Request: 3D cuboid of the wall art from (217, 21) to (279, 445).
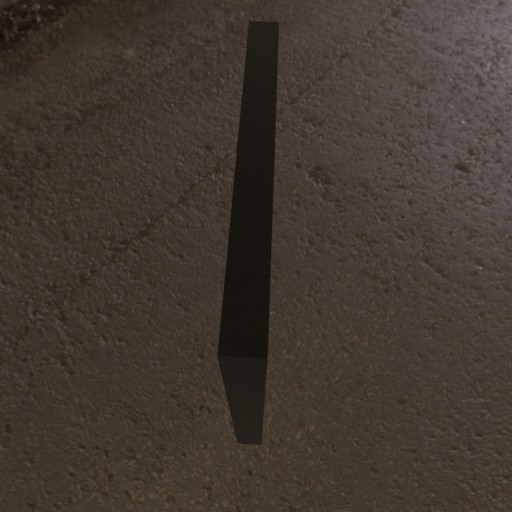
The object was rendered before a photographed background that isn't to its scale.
[{"bbox_3d":[0.000,0.000,0.471,0.029,0.318,0.327,2,59,1],"label":"wall art"}]
